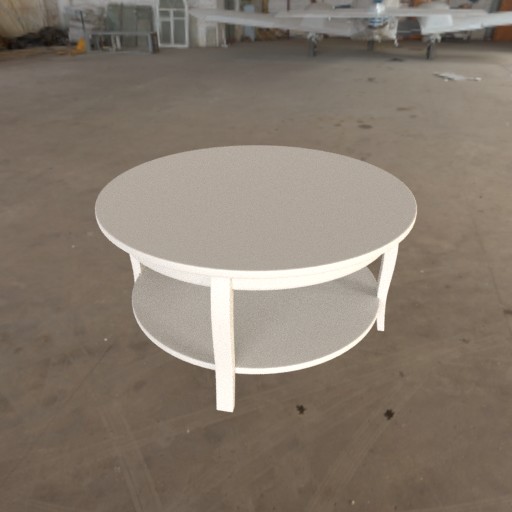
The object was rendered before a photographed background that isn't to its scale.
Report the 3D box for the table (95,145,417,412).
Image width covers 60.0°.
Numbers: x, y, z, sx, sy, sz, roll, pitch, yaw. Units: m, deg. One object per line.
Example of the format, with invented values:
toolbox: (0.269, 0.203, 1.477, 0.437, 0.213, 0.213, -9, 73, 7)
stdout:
table: (0.000, 0.000, 1.426, 0.910, 0.457, 0.910, 0, 30, 0)
